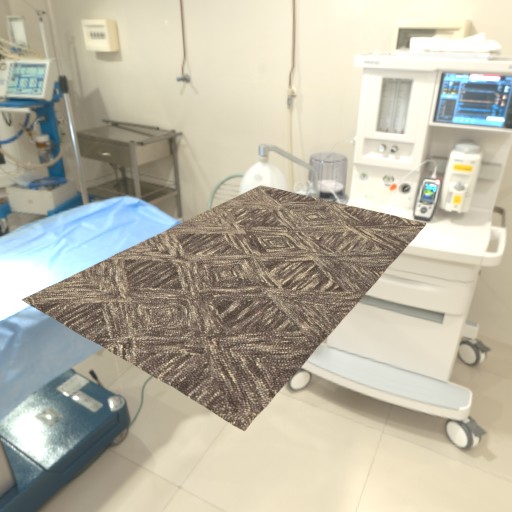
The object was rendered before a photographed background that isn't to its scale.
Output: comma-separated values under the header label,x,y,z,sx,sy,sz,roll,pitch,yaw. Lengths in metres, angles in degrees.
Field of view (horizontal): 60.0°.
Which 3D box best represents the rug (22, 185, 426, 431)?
label,x,y,z,sx,sy,sz,roll,pitch,yaw
rug,0.000,0.000,2.245,1.186,0.012,1.814,18,33,30
